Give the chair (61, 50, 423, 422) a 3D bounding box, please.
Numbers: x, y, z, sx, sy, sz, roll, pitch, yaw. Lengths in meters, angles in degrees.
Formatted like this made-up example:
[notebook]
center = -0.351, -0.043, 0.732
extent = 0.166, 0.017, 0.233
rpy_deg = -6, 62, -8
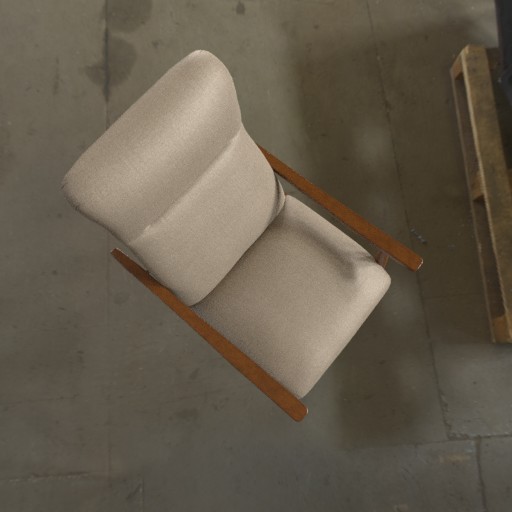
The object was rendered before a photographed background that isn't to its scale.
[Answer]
[chair]
center = 0.000, 0.000, 1.770
extent = 1.032, 1.082, 0.762
rpy_deg = 39, 79, 9
